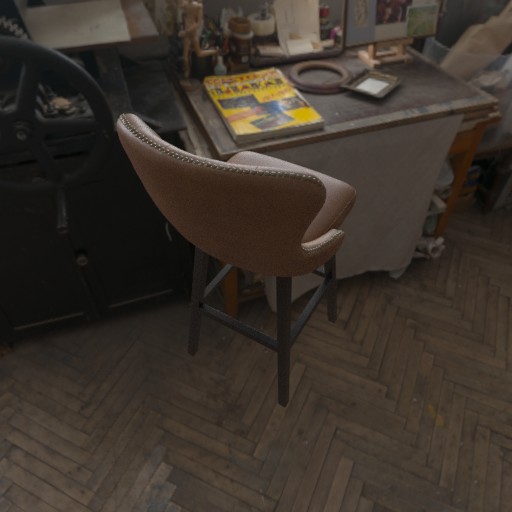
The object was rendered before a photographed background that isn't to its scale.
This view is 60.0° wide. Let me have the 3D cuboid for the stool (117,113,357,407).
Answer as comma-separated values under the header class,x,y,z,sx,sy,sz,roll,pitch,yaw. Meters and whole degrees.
class,x,y,z,sx,sy,sz,roll,pitch,yaw
stool,0.000,0.000,1.400,0.528,1.050,0.601,23,50,21
